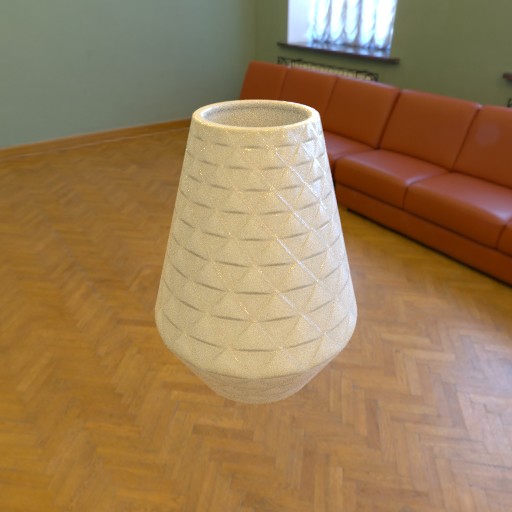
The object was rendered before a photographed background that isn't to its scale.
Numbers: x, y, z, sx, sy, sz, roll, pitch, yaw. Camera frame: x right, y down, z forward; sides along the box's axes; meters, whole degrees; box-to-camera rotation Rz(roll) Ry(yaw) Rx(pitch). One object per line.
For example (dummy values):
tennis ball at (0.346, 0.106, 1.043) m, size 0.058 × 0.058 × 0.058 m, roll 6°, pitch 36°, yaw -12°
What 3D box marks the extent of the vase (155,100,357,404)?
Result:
vase at (0.000, 0.000, 0.365) m, size 0.175 × 0.230 × 0.175 m, roll 0°, pitch 31°, yaw 0°
